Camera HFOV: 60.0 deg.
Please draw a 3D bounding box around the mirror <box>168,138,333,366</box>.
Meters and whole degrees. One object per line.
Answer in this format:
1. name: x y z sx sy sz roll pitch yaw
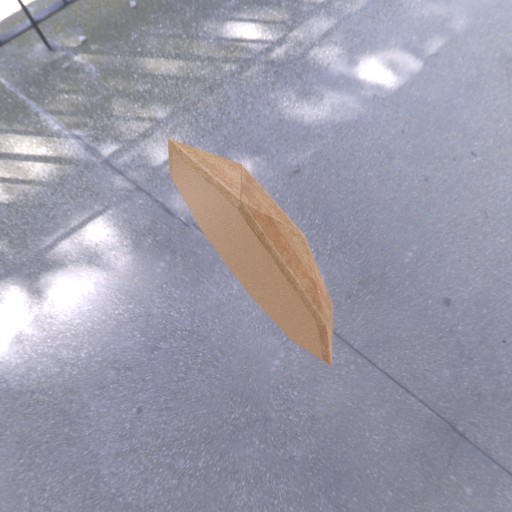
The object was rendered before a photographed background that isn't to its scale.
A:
1. mirror: 0.000 0.000 1.000 0.070 0.774 0.577 -38 79 -9
